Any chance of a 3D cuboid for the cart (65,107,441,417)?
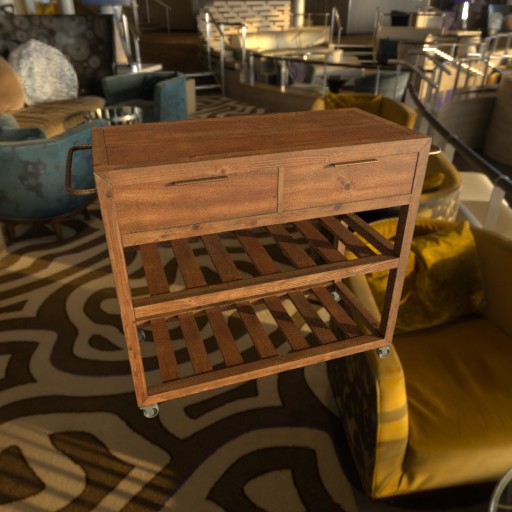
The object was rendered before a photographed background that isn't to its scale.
[{"bbox_3d":[0.000,0.000,1.501,1.065,0.830,0.445,-10,31,-16],"label":"cart"}]
